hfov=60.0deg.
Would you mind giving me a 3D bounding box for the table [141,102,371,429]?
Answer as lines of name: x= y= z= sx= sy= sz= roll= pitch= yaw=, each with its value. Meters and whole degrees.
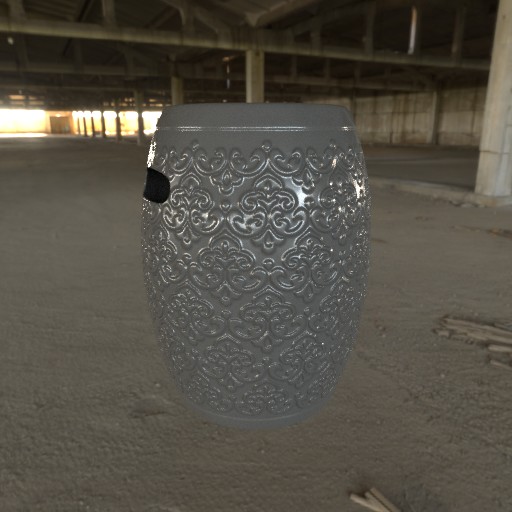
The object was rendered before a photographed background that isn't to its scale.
table: x=0.000 y=0.000 z=0.619 sx=0.309 sy=0.397 sz=0.309 roll=0 pitch=17 yaw=0
